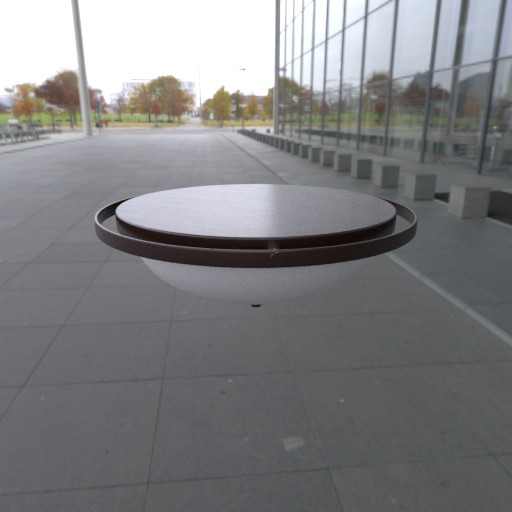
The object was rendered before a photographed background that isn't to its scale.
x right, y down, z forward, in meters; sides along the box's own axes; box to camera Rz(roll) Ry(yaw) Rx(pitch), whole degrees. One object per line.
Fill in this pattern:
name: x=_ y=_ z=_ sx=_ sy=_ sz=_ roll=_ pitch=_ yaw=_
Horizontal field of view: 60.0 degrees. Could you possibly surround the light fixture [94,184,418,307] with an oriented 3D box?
light fixture: x=0.000 y=0.000 z=0.541 sx=0.361 sy=0.130 sz=0.361 roll=0 pitch=17 yaw=0
